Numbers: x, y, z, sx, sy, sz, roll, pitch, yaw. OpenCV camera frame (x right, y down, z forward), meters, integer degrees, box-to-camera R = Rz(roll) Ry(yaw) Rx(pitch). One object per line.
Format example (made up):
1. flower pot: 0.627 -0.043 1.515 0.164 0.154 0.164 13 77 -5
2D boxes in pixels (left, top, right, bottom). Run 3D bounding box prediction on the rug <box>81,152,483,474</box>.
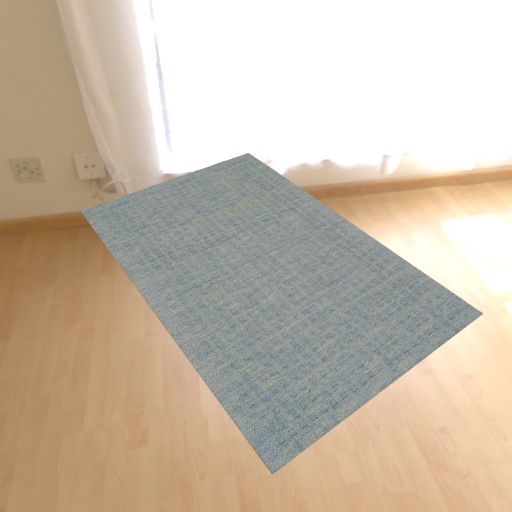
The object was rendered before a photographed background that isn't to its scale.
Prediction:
1. rug: 0.000 0.000 2.186 1.142 0.006 1.752 -26 48 -26
